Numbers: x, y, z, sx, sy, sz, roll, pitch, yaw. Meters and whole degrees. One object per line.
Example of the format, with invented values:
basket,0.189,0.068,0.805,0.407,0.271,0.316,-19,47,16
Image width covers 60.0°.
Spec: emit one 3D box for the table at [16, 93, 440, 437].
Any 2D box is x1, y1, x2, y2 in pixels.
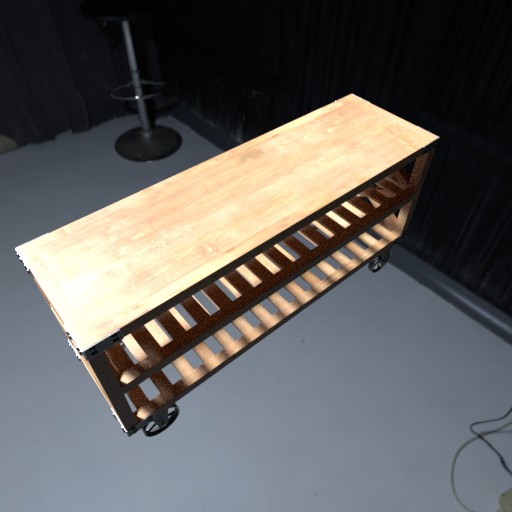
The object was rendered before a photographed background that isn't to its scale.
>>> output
table,0.000,0.000,1.774,1.487,0.711,0.467,-31,55,-26
